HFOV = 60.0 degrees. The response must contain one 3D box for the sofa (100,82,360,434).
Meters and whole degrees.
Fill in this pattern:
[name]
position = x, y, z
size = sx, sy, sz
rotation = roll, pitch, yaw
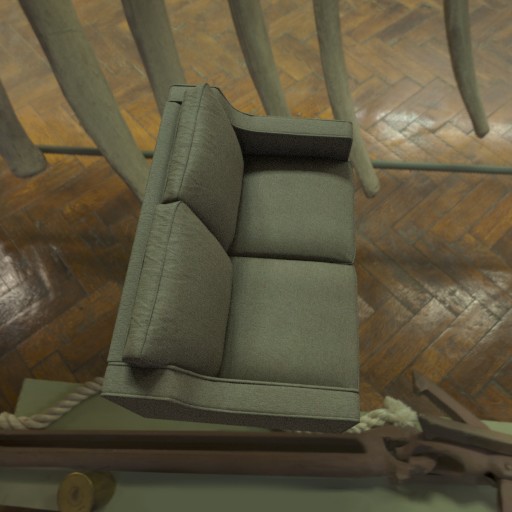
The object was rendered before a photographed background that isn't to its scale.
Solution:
[sofa]
position = 0.000, 0.000, 2.153
size = 0.985, 0.981, 1.503
rotation = 4, 64, 2
